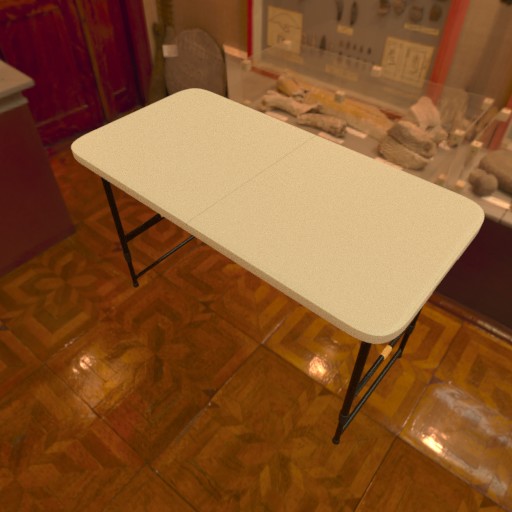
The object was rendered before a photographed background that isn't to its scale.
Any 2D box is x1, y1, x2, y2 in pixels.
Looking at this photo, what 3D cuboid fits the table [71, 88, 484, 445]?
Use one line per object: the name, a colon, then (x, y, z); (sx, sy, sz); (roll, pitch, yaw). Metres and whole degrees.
table: (0.000, 0.000, 1.631); (1.245, 0.737, 0.611); (31, 53, 27)
